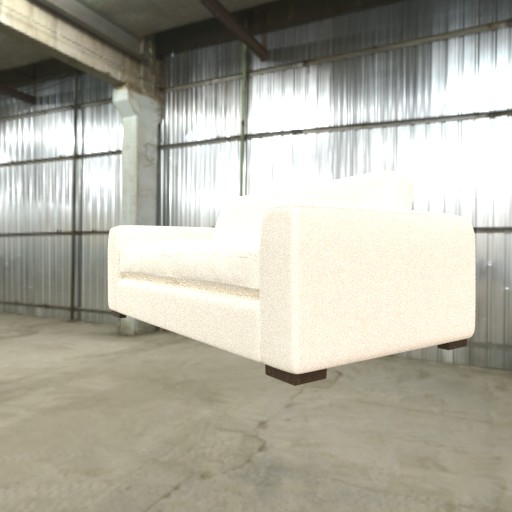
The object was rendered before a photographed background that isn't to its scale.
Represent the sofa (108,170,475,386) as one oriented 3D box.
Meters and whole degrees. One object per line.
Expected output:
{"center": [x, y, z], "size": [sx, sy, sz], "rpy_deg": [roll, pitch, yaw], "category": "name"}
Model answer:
{"center": [0.000, 0.000, 2.436], "size": [1.069, 0.801, 1.920], "rpy_deg": [-1, 1, -35], "category": "sofa"}
